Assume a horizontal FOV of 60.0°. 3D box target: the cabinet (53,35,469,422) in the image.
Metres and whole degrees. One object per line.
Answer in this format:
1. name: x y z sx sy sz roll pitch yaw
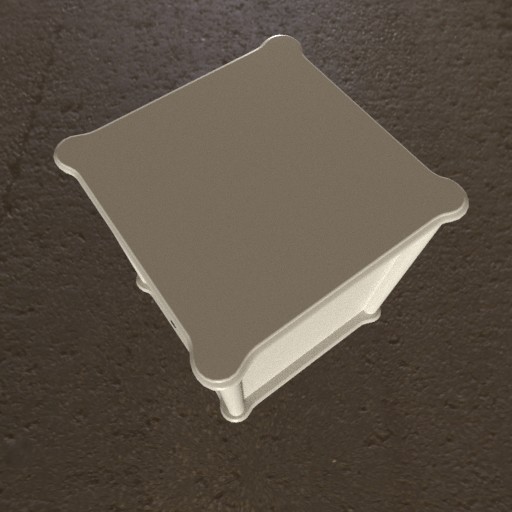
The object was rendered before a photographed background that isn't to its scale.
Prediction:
1. cabinet: 0.000 0.000 1.226 0.627 0.761 0.628 -33 68 -15
